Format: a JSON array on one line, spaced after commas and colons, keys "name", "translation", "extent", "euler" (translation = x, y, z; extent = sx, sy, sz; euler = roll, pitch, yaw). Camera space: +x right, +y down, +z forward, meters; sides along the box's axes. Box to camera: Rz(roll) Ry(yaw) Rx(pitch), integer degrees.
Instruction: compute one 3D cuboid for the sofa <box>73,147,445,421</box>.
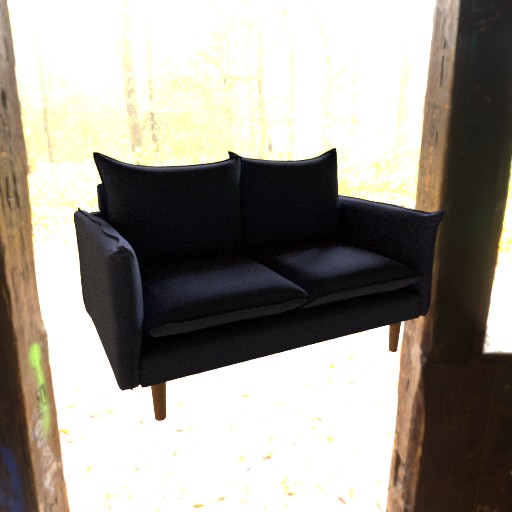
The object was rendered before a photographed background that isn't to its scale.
[{"name": "sofa", "translation": [0.000, 0.000, 1.827], "extent": [1.300, 0.840, 0.820], "euler": [-8, 17, -26]}]
